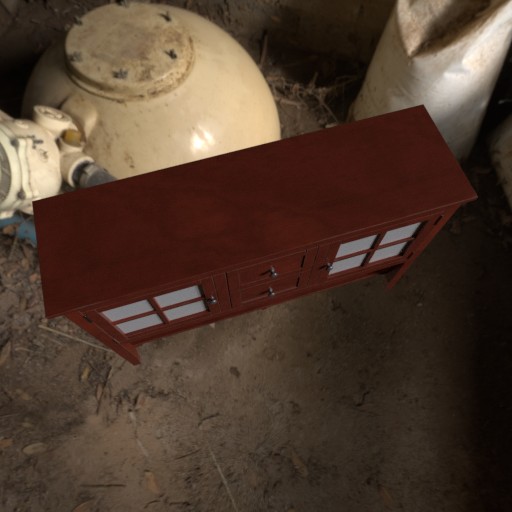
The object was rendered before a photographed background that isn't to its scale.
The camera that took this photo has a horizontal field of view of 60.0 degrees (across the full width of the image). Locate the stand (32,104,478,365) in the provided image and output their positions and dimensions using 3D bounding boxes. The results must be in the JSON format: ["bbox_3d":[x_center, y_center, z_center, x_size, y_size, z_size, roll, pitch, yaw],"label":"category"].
[{"bbox_3d":[0.000,0.000,1.804,1.362,0.872,0.410,-16,67,-7],"label":"stand"}]
